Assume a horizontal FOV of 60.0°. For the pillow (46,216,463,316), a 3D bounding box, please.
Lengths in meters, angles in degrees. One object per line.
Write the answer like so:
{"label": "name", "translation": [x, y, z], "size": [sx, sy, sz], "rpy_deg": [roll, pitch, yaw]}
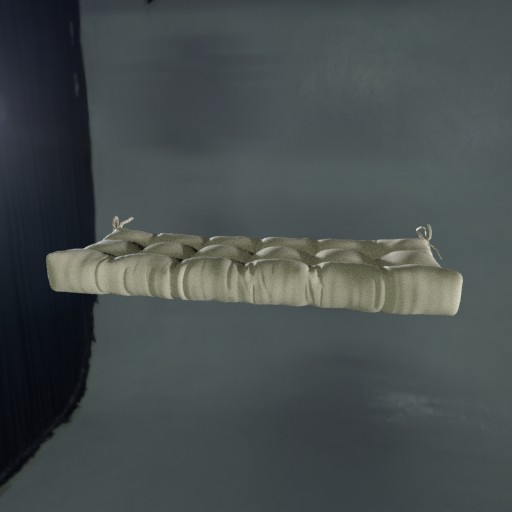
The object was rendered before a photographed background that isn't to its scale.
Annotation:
{"label": "pillow", "translation": [0.000, 0.000, 1.401], "size": [1.194, 0.174, 0.511], "rpy_deg": [3, 15, 9]}
